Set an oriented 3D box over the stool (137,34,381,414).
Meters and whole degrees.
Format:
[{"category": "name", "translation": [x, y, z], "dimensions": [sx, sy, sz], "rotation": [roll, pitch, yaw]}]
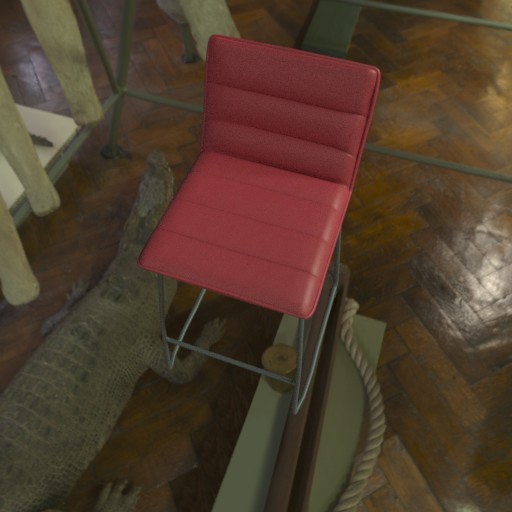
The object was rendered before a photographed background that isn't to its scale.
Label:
[{"category": "stool", "translation": [0.000, 0.000, 1.213], "dimensions": [0.489, 0.937, 0.524], "rotation": [16, 59, 10]}]
